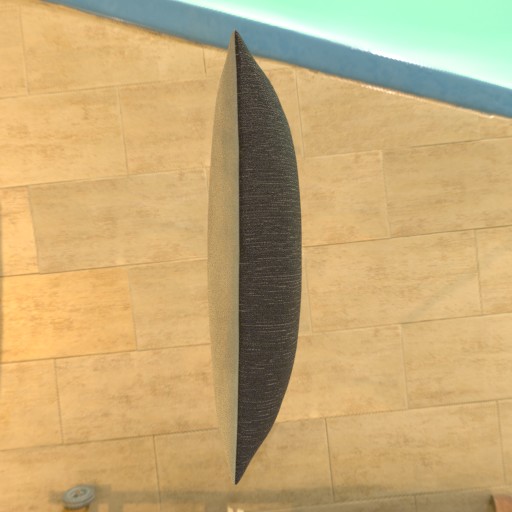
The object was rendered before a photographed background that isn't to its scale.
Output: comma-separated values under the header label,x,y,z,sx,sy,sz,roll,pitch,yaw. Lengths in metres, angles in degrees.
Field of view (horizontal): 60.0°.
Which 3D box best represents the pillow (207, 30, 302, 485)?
label,x,y,z,sx,sy,sz,roll,pitch,yaw
pillow,0.000,0.000,0.738,0.156,0.305,0.608,0,91,0
